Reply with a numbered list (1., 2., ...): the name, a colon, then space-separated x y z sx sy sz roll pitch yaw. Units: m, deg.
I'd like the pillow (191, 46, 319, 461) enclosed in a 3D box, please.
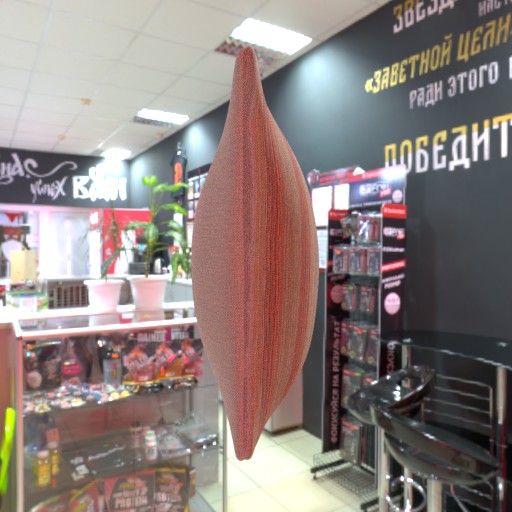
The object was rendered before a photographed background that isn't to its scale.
1. pillow: 0.000 0.000 0.688 0.191 0.449 0.451 0 1 1
